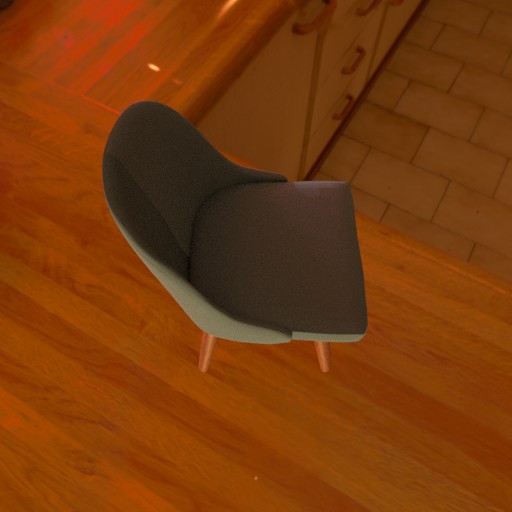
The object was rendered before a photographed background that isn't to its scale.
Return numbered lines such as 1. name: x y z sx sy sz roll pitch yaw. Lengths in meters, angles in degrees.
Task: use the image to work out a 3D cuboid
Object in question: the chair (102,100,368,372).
1. chair: 0.000 0.000 1.243 0.589 0.882 0.503 0 63 0
